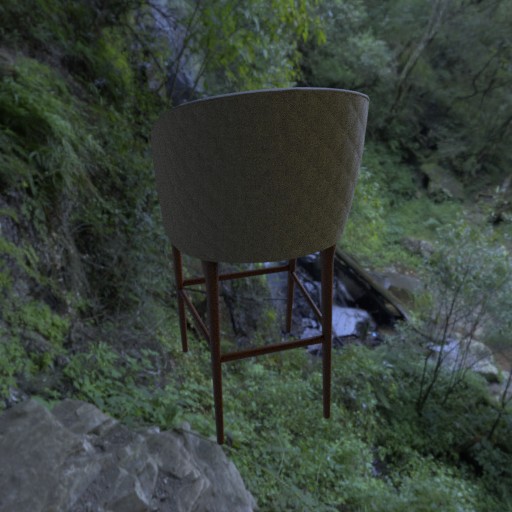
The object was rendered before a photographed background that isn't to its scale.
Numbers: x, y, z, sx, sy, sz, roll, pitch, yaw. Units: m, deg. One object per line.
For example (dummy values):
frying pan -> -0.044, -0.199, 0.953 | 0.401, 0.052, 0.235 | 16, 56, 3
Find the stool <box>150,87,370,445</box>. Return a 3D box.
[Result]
stool -> 0.000, 0.000, 1.428 | 0.559, 1.078, 0.607 | -8, 28, -15
